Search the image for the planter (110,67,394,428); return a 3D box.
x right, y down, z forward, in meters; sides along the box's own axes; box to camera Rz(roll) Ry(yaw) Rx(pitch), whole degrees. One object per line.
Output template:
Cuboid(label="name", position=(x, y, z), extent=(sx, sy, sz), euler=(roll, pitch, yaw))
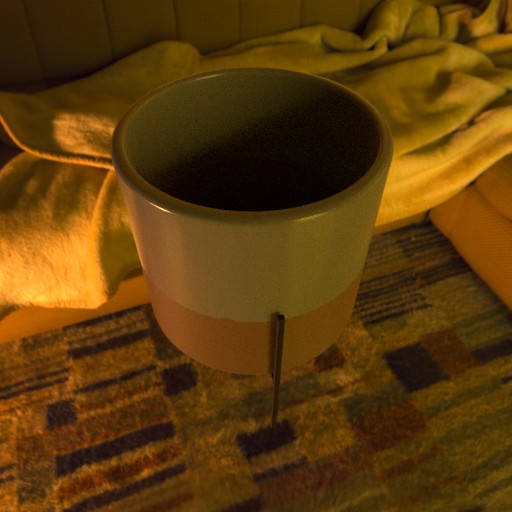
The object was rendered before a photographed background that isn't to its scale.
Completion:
Cuboid(label="planter", position=(0.000, 0.000, 0.725), extent=(0.360, 0.480, 0.348), euler=(-33, 55, -27))
